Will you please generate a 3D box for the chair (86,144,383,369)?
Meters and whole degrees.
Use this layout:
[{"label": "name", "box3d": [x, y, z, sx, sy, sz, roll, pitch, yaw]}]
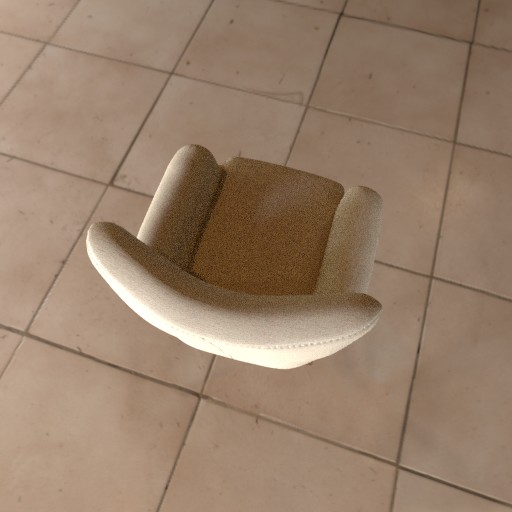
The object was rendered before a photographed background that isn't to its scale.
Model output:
[{"label": "chair", "box3d": [0.000, 0.000, 1.712, 0.861, 0.936, 0.921, 16, 65, 7]}]
